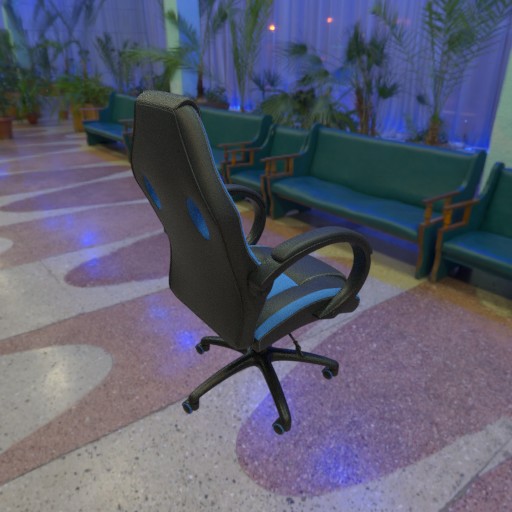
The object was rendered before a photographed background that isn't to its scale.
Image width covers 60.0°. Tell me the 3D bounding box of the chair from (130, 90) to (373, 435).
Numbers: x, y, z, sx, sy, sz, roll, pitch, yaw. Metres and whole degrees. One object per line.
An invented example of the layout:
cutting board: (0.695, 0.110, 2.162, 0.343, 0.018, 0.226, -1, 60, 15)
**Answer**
chair: (0.000, 0.000, 1.656, 0.724, 1.187, 0.673, -17, 31, -32)
